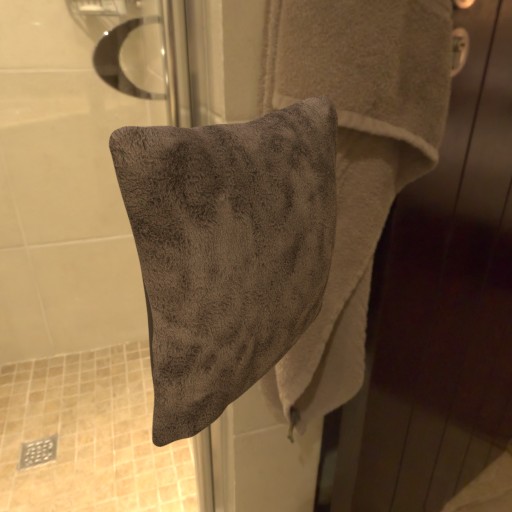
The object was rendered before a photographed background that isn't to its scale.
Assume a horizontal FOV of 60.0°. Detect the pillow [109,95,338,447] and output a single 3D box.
[{"bbox_3d":[0.000,0.000,0.792,0.204,0.520,0.522,18,32,31],"label":"pillow"}]
